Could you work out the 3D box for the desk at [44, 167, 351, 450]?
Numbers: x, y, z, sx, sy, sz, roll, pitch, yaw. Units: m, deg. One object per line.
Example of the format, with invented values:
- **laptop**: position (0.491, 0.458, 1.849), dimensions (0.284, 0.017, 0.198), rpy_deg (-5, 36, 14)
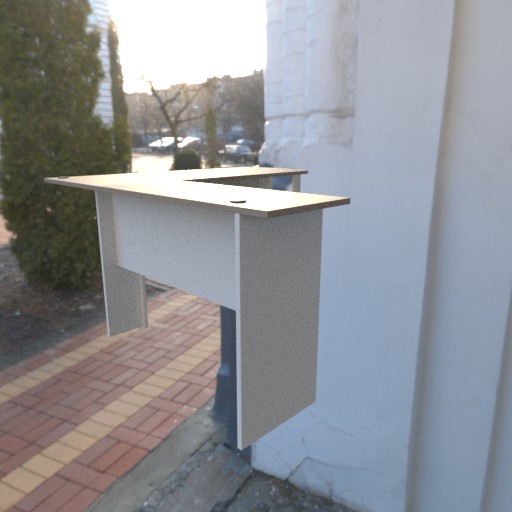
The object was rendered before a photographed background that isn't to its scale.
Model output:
- **desk**: position (0.000, 0.000, 2.045), dimensions (1.361, 0.716, 1.303), rpy_deg (14, 20, 43)
